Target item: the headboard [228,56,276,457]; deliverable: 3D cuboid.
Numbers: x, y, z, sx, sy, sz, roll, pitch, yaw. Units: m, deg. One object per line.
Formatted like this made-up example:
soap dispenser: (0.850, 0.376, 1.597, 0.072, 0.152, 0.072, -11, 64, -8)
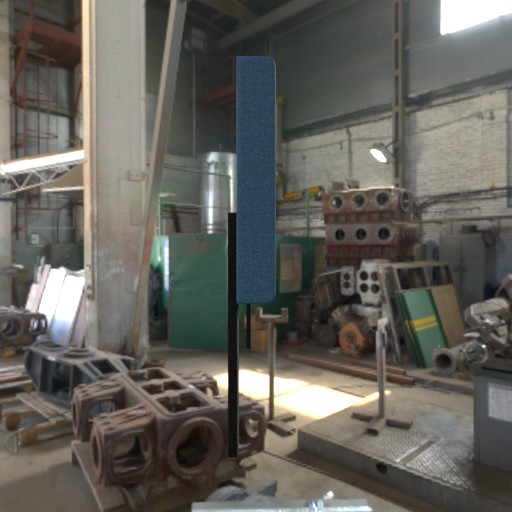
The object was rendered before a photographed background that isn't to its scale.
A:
headboard: (0.000, 0.000, 2.681, 0.184, 1.524, 2.051, 0, 1, 1)
